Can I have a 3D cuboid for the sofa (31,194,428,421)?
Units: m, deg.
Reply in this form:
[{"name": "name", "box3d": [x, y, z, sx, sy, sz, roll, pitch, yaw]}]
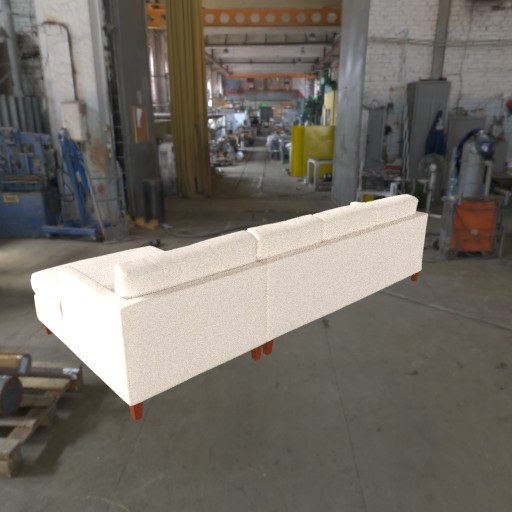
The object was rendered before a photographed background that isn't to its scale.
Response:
[{"name": "sofa", "box3d": [0.000, 0.000, 4.104, 3.471, 0.954, 1.606, -16, 24, -40]}]
